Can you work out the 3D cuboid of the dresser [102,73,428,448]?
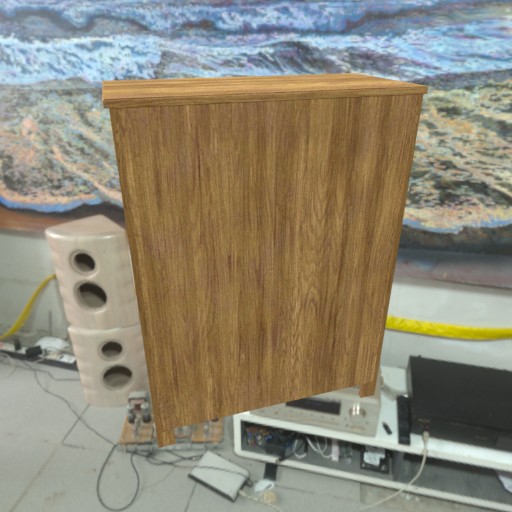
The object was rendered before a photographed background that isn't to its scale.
[{"bbox_3d":[0.000,0.000,1.954,1.081,1.431,0.558,-8,28,-15],"label":"dresser"}]
